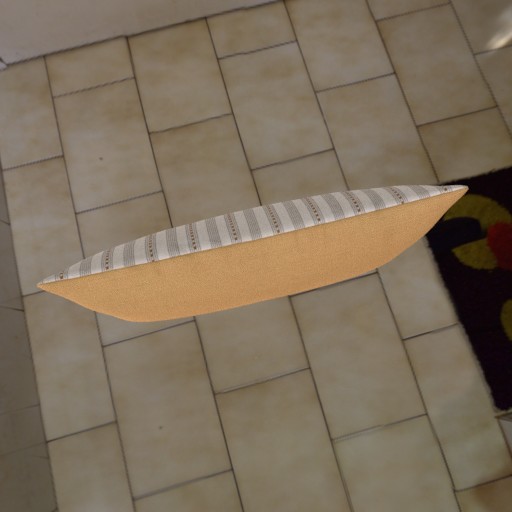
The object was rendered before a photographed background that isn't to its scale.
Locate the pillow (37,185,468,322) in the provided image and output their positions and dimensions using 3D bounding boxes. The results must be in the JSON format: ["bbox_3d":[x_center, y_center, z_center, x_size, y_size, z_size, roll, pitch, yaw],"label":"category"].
[{"bbox_3d":[0.000,0.000,0.745,0.608,0.291,0.151,-13,77,-3],"label":"pillow"}]
